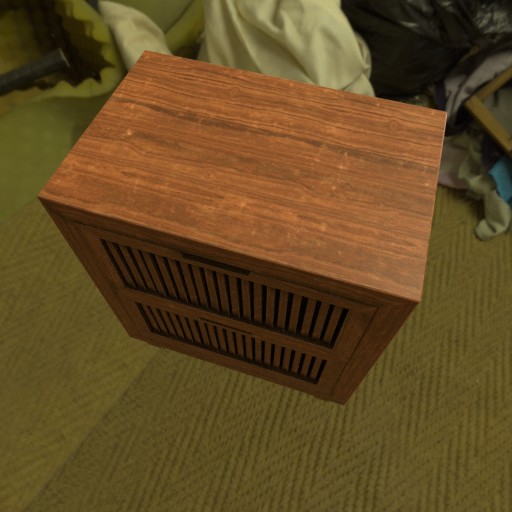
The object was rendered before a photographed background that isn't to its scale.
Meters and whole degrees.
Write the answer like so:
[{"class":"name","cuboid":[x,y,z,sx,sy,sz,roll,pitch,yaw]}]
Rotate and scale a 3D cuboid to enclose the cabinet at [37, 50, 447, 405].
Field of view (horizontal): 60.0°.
[{"class":"cabinet","cuboid":[0.000,0.000,1.056,0.607,0.695,0.410,15,60,9]}]
